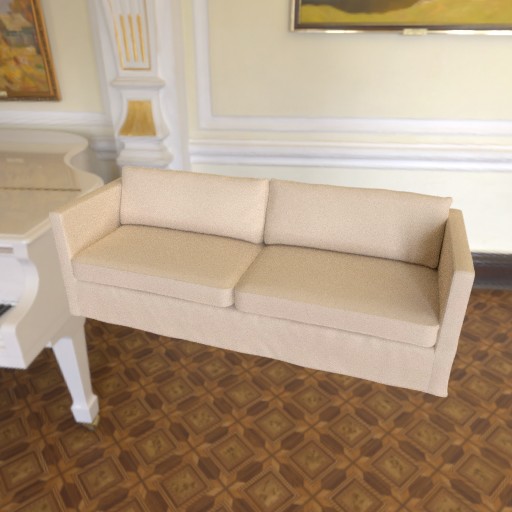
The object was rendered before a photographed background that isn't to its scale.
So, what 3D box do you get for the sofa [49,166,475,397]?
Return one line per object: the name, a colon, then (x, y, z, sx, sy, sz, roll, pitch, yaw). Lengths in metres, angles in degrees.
sofa: (0.000, 0.000, 3.252, 2.779, 0.999, 1.036, 9, 28, 17)
